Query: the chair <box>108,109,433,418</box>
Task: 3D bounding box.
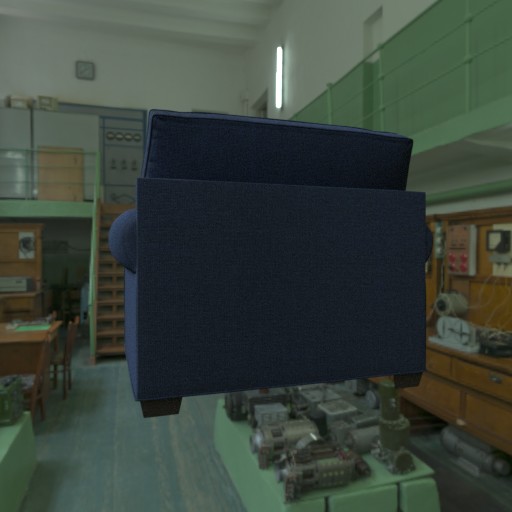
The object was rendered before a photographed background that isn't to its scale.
[{"bbox_3d":[0.000,0.000,2.035,1.285,1.044,0.963,0,1,-18],"label":"chair"}]
